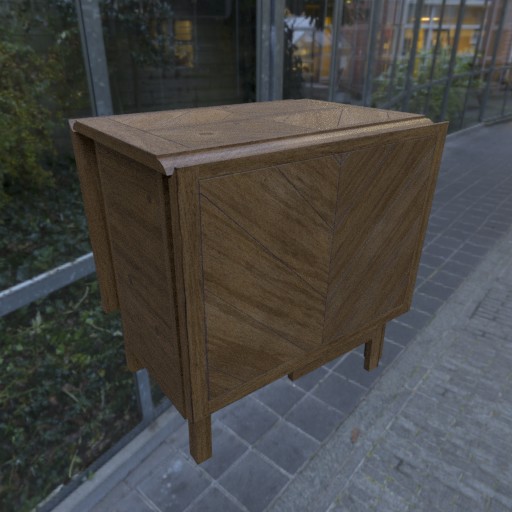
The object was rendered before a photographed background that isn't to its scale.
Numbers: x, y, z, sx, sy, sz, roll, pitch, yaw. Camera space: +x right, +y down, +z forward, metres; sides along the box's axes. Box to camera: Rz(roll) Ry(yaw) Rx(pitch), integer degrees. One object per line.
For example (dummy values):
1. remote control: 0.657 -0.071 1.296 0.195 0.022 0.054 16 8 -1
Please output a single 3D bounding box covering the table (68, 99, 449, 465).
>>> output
1. table: 0.000 0.000 1.267 0.746 0.763 0.591 -18 31 -32
